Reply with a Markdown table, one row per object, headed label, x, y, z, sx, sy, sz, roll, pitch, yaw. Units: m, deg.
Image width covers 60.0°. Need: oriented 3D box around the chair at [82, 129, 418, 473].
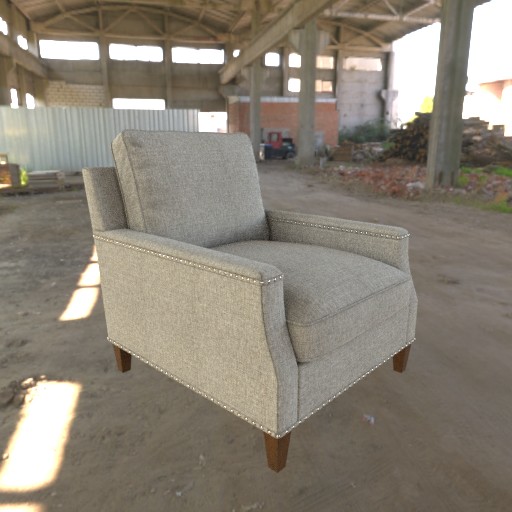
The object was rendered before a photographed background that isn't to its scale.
| label | x | y | z | sx | sy | sz | roll | pitch | yaw |
| --- | --- | --- | --- | --- | --- | --- | --- | --- | --- |
| chair | 0.000 | 0.000 | 1.704 | 1.014 | 0.943 | 0.853 | 13 | 19 | 42 |
